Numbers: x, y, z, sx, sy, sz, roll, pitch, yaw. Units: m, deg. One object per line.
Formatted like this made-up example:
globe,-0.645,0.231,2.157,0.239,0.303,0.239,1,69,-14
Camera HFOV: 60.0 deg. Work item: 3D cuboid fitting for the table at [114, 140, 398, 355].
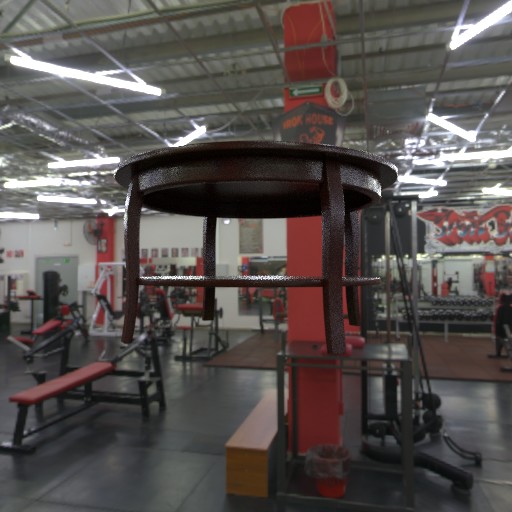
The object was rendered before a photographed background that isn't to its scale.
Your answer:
table,0.000,0.000,1.486,0.911,0.512,0.911,0,-2,0
